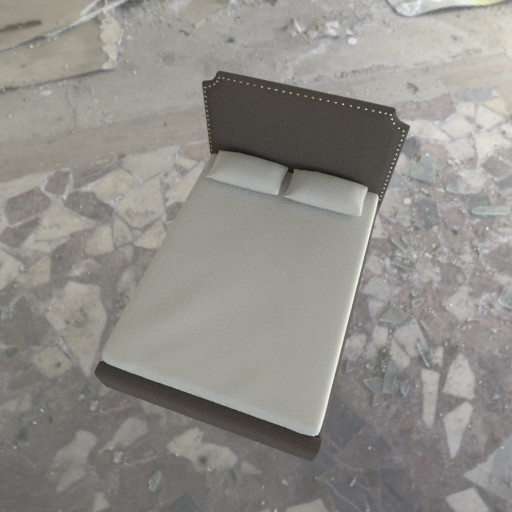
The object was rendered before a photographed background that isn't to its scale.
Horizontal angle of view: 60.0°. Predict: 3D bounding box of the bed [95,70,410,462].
[{"bbox_3d":[0.000,0.000,3.443,1.713,1.443,2.372,16,58,10],"label":"bed"}]
